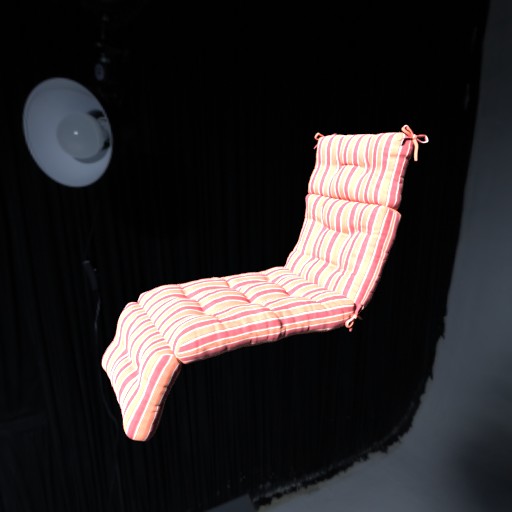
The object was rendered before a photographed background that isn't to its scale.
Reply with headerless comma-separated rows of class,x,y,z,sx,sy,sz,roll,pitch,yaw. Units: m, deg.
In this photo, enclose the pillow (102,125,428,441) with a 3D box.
pillow,0.000,0.000,1.524,1.016,0.863,0.526,-7,15,-26
